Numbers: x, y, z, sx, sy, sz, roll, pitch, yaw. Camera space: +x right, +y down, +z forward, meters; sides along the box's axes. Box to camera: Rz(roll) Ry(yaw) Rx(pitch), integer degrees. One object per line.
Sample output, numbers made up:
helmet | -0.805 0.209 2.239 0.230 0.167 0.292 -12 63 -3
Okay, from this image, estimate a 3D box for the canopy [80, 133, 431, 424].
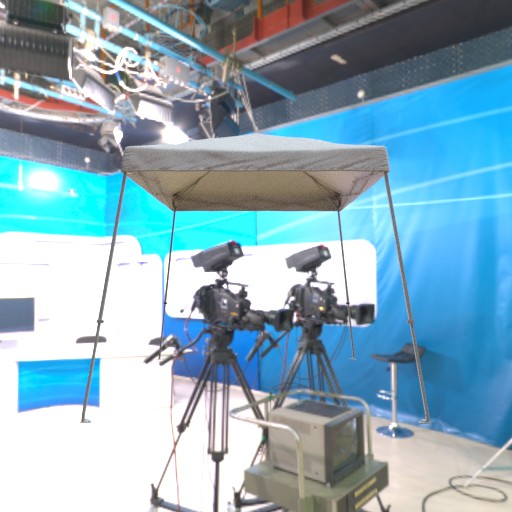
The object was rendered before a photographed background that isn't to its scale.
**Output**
canopy | 0.000 0.000 5.083 2.849 2.850 2.850 0 -3 0
